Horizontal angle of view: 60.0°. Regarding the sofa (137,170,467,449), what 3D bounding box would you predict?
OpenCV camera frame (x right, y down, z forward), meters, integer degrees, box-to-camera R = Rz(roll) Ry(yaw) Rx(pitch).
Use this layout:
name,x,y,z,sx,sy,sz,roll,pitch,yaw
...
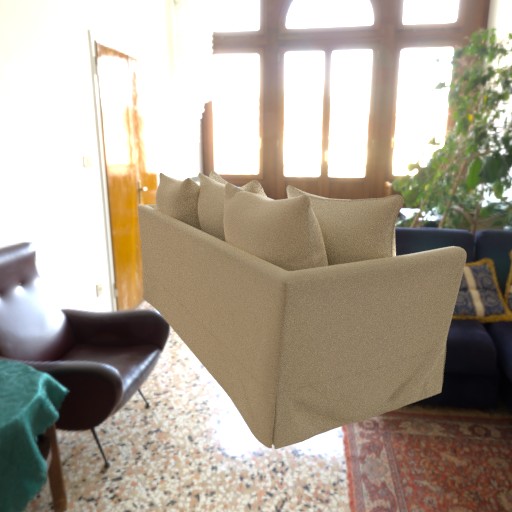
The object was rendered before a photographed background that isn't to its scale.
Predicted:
name,x,y,z,sx,sy,sz,roll,pitch,yaw
sofa,0.000,0.000,2.816,1.031,1.034,2.290,-7,16,-26
